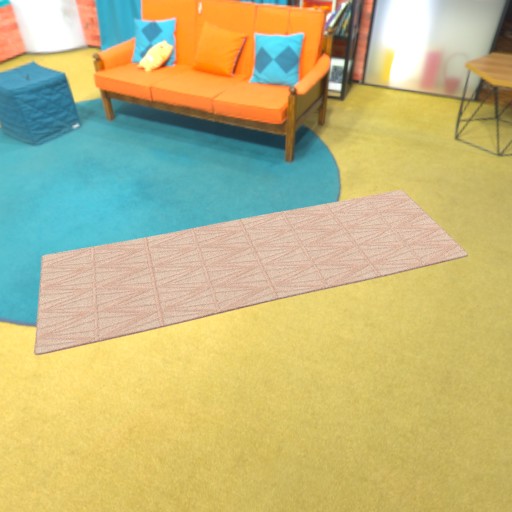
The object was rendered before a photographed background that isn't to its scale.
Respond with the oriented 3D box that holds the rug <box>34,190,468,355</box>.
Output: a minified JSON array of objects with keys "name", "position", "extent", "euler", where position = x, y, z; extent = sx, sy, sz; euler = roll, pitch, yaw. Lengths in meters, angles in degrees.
[{"name":"rug","position":[0.000,0.000,2.636],"extent":[2.435,0.015,0.760],"euler":[-12,42,-13]}]
